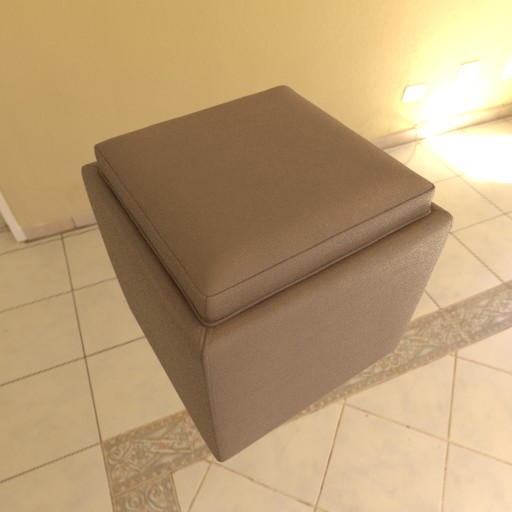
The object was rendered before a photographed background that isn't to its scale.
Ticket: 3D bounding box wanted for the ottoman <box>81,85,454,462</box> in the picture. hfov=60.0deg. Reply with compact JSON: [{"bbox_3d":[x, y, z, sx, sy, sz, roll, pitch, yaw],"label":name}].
[{"bbox_3d":[0.000,0.000,0.821,0.451,0.460,0.450,-25,52,-22],"label":"ottoman"}]
